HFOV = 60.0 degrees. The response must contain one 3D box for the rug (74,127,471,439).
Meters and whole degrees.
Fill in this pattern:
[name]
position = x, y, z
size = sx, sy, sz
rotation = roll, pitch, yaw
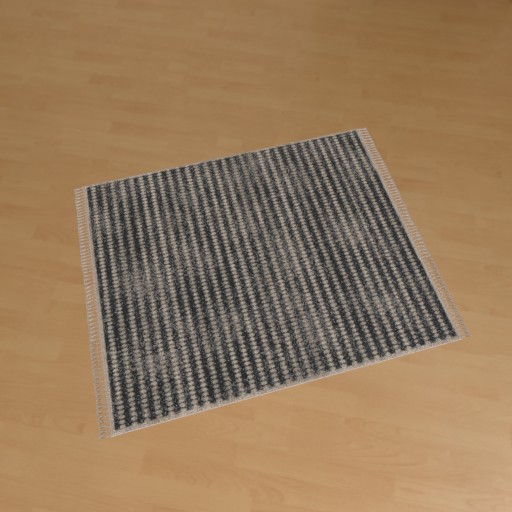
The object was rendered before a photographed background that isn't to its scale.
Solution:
[rug]
position = 0.000, 0.000, 3.809
size = 2.910, 0.013, 2.256
rotation = -13, 64, -7
